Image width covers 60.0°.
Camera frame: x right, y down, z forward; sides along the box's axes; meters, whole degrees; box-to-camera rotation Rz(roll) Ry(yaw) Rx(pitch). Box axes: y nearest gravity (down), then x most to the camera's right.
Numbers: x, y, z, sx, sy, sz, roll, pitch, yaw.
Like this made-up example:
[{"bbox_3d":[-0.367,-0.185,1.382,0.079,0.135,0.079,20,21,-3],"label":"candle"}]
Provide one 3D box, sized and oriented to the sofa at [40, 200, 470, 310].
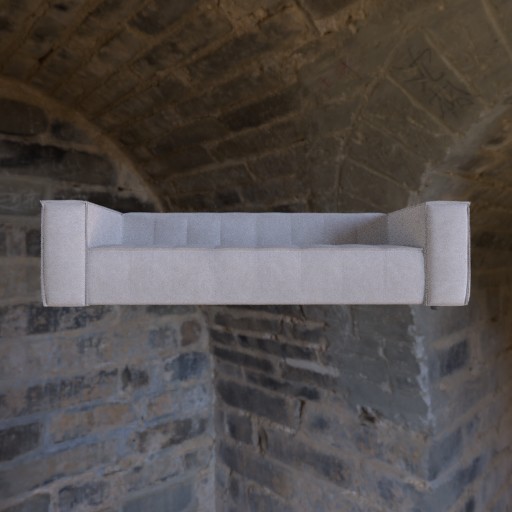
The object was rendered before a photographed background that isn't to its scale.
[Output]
[{"bbox_3d":[0.000,0.000,3.195,2.697,0.680,1.038,0,0,-1],"label":"sofa"}]
